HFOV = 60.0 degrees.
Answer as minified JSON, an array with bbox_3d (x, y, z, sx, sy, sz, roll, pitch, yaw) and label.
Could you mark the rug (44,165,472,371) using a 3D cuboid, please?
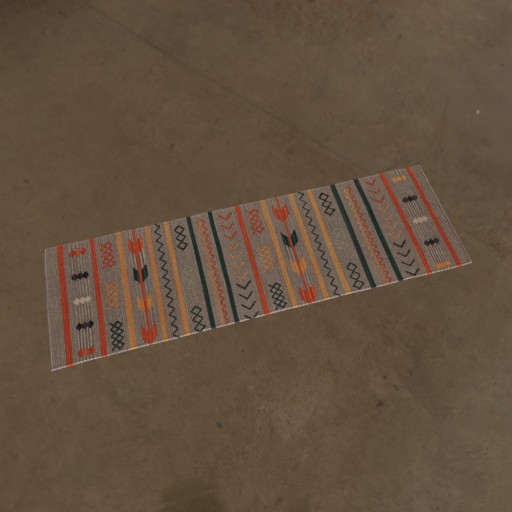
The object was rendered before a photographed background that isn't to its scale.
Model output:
[{"bbox_3d":[0.000,0.000,2.610,2.419,0.022,0.744,-14,64,-7],"label":"rug"}]
